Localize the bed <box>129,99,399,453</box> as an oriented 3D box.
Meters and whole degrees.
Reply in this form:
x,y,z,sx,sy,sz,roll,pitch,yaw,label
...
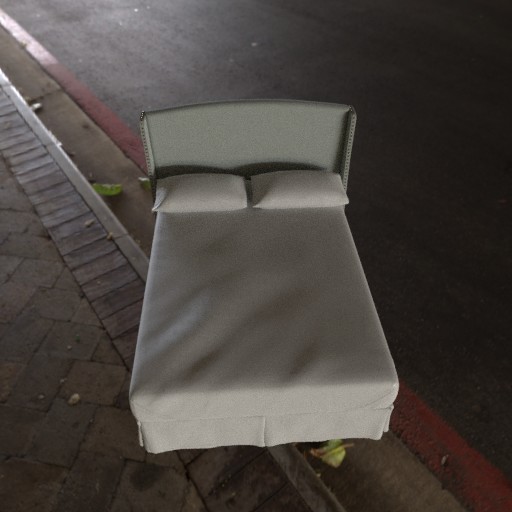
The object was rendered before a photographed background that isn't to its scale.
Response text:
x,y,z,sx,sy,sz,roll,pitch,yaw,label
0.000,0.000,3.243,1.710,1.407,2.237,-2,44,-3,bed
